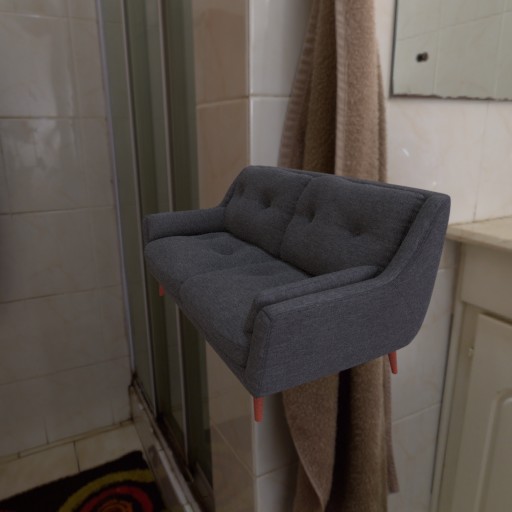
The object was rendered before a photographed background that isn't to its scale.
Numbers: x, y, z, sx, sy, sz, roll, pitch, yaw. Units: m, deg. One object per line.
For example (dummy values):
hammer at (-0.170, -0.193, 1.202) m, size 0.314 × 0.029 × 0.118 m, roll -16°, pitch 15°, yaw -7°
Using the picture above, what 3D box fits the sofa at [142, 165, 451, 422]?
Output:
sofa at (0.000, 0.000, 2.485) m, size 0.975 × 0.896 × 1.929 m, roll -7°, pitch 17°, yaw -25°
